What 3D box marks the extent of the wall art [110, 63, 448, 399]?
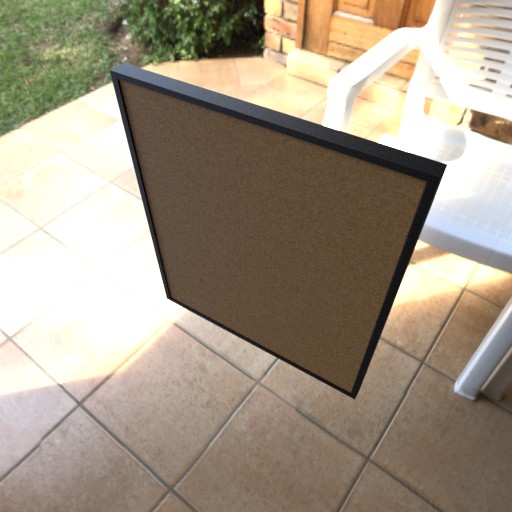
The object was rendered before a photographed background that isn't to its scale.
[{"bbox_3d":[0.000,0.000,0.531,0.330,0.381,0.019,24,52,20],"label":"wall art"}]
